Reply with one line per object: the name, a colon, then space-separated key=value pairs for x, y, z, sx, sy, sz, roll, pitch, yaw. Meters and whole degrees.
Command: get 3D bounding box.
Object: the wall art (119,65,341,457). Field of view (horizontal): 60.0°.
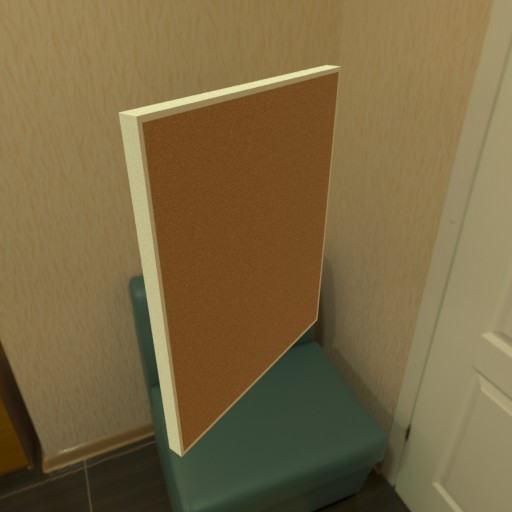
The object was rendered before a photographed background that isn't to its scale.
wall art: x=0.000 y=0.000 z=0.748 sx=0.030 sy=0.549 sz=0.443 roll=21 pitch=36 yaw=31
